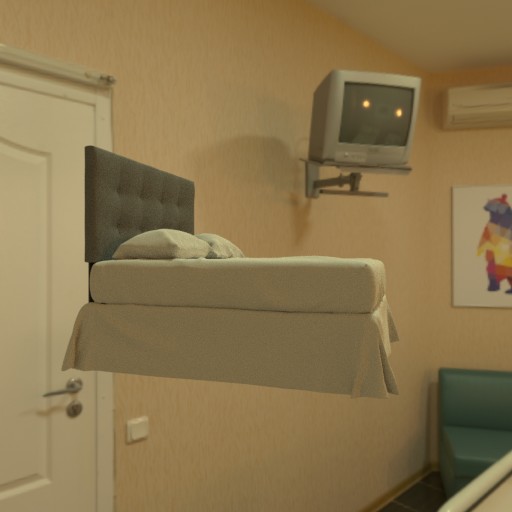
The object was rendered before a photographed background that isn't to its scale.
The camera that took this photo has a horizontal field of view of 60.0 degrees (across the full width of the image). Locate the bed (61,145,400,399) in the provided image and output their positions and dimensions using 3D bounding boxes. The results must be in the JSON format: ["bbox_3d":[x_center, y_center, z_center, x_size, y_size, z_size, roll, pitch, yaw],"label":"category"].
[{"bbox_3d":[0.000,0.000,3.600,2.222,1.577,1.936,0,0,18],"label":"bed"}]
